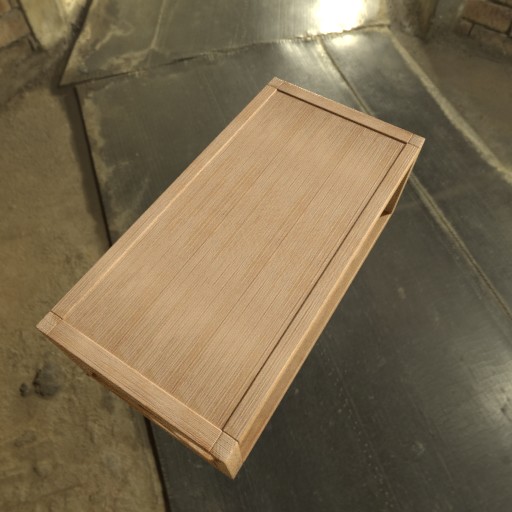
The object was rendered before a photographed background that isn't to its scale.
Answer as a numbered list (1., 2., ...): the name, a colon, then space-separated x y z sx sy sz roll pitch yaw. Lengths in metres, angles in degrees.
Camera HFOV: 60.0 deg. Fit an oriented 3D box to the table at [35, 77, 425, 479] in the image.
1. table: 0.000 0.000 1.648 0.660 0.457 1.321 29 63 16
